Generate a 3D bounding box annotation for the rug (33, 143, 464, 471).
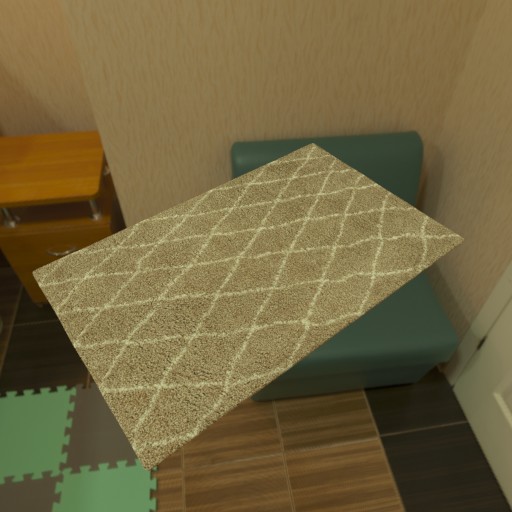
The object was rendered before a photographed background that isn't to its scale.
[{"bbox_3d":[0.000,0.000,2.928,2.438,0.030,1.524,-29,53,-25],"label":"rug"}]
